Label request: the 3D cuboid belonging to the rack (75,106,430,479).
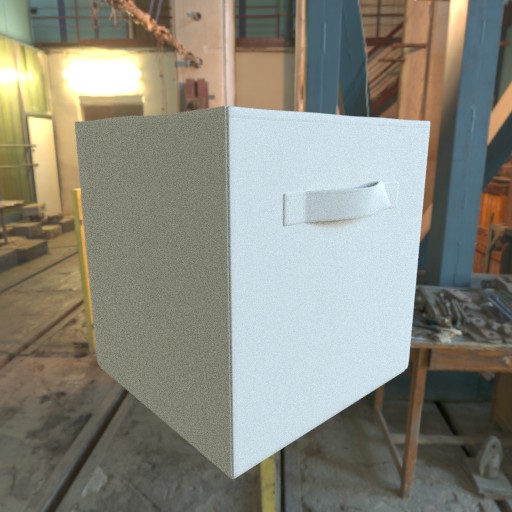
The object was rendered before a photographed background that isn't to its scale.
[{"bbox_3d":[0.000,0.000,0.480,0.270,0.280,0.270,-12,19,-41],"label":"rack"}]
